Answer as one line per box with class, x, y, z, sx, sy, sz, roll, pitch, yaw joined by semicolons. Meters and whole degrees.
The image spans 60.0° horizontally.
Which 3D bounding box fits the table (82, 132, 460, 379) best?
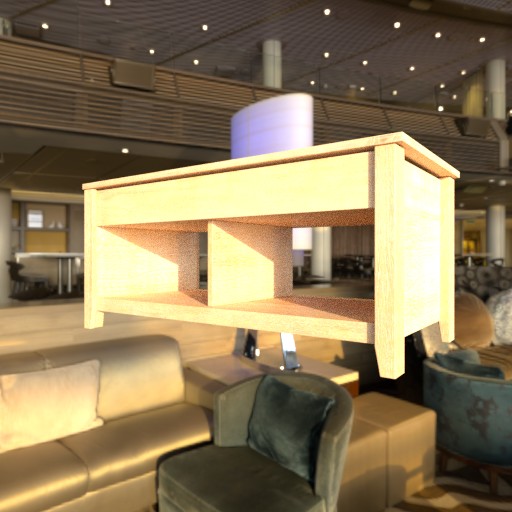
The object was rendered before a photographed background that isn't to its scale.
table;0.000;0.000;1.307;1.016;0.457;0.483;0;0;36
